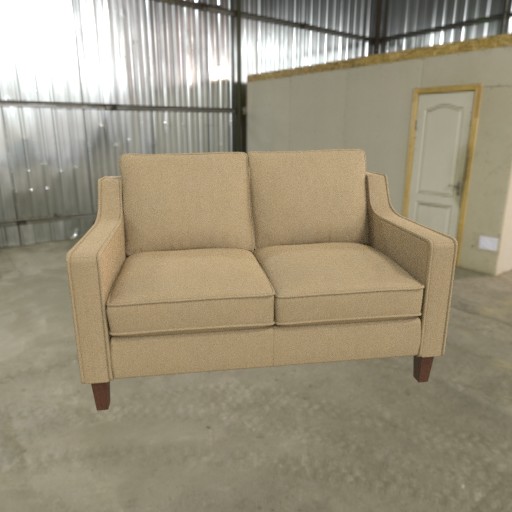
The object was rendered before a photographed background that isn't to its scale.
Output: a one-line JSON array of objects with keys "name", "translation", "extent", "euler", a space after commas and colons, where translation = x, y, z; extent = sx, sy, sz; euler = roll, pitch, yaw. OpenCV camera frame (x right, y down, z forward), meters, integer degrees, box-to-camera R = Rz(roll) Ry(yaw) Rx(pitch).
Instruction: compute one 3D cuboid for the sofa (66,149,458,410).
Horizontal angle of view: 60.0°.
[{"name": "sofa", "translation": [0.000, 0.000, 2.148], "extent": [1.501, 0.971, 0.987], "euler": [-2, 17, -8]}]
